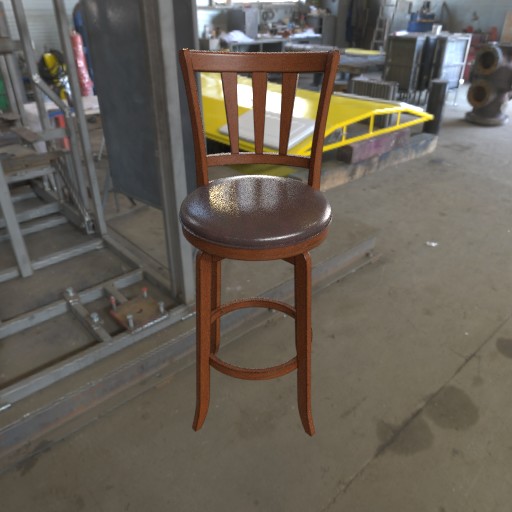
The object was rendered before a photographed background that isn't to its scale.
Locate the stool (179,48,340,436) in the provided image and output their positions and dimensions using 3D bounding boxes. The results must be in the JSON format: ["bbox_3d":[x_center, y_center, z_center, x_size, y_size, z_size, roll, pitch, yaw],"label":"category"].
[{"bbox_3d":[0.000,0.000,1.422,0.464,1.177,0.503,1,30,2],"label":"stool"}]
